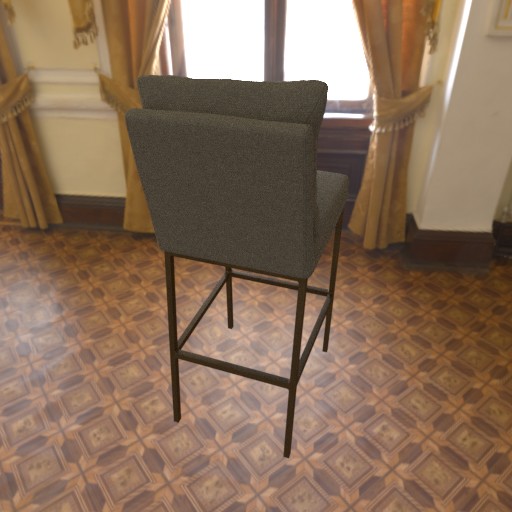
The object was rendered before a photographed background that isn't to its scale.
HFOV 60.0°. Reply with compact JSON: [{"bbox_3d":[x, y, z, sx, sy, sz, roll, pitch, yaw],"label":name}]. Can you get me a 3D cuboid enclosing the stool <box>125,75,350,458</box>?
[{"bbox_3d":[0.000,0.000,1.401,0.463,1.132,0.569,11,33,17],"label":"stool"}]
